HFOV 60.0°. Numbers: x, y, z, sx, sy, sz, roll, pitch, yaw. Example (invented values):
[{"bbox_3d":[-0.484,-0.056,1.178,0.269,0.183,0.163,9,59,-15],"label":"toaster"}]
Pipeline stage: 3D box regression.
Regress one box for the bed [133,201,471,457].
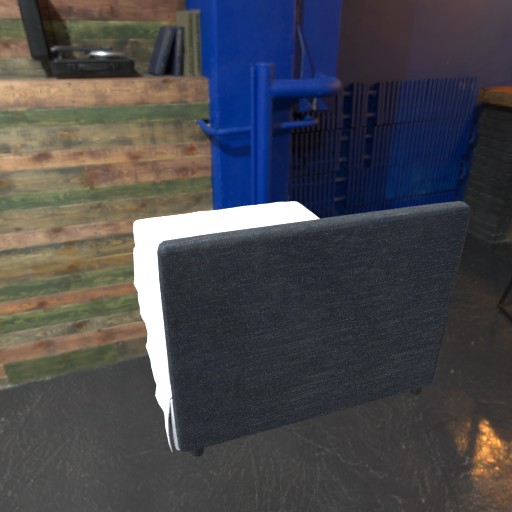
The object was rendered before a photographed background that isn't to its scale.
[{"bbox_3d":[0.000,0.000,3.266,1.723,1.330,2.142,-9,28,-17],"label":"bed"}]
